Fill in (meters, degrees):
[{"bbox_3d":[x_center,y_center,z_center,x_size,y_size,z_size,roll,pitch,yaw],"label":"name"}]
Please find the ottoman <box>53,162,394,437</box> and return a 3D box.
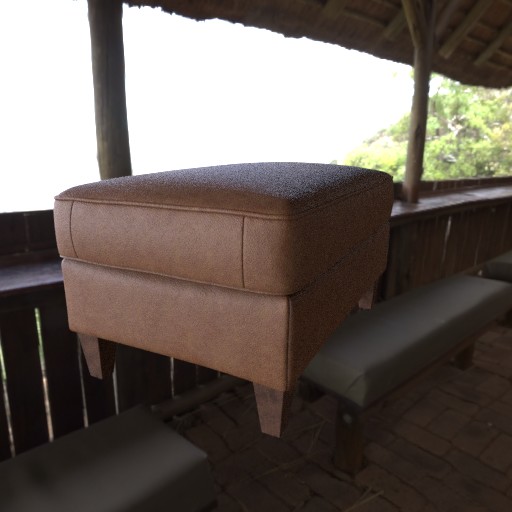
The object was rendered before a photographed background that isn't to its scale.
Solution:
[{"bbox_3d":[0.000,0.000,1.206,0.584,0.483,0.864,8,17,26],"label":"ottoman"}]
